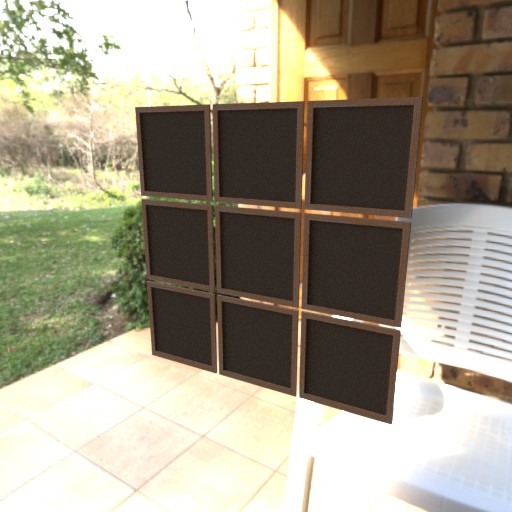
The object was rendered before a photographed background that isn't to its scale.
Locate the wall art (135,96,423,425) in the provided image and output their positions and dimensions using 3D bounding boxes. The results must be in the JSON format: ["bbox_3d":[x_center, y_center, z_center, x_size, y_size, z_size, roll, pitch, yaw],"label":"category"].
[{"bbox_3d":[0.000,0.000,2.328,1.520,1.525,0.013,8,17,27],"label":"wall art"}]
